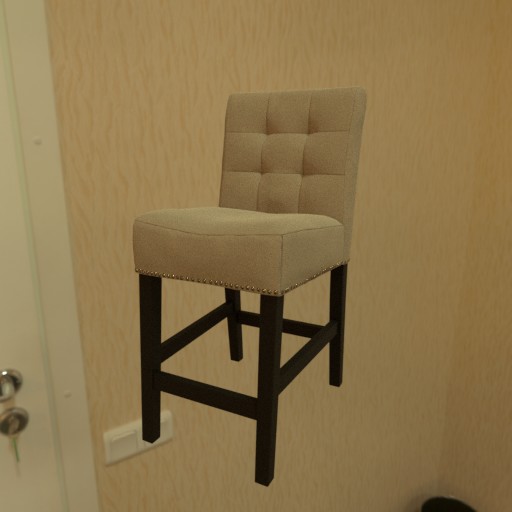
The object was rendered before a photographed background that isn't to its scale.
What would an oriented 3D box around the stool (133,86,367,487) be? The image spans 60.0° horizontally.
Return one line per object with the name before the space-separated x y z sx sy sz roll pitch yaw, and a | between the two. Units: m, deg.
stool | 0.000 0.000 1.186 0.427 0.885 0.571 7 16 26
